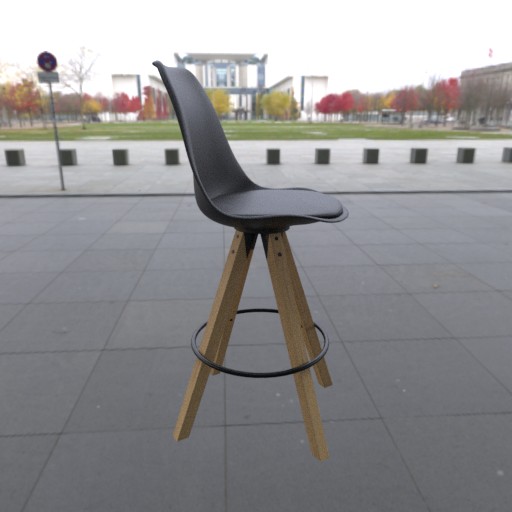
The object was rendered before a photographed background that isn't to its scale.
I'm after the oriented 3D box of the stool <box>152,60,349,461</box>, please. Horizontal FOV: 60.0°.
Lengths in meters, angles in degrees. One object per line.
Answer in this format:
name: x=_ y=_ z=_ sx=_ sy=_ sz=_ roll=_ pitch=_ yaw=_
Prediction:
stool: x=0.000 y=0.000 z=1.383 sx=0.550 sy=1.115 sz=0.485 roll=3 pitch=18 yaw=10
